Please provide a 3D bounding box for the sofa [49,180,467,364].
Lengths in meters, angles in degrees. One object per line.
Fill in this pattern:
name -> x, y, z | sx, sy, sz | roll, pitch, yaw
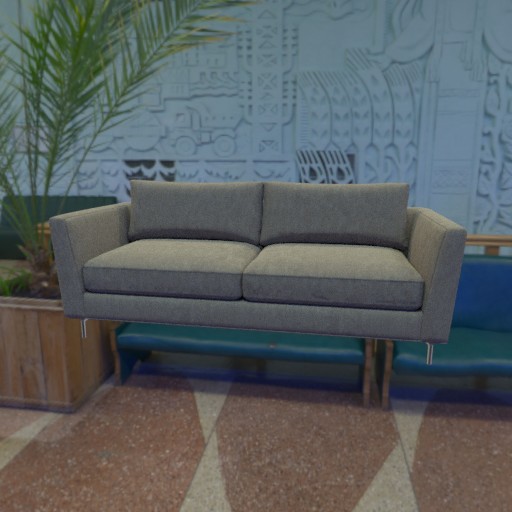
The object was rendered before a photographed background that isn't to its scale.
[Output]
sofa -> 0.000, 0.000, 2.659 | 2.121, 0.864, 0.889 | 2, 13, 10
